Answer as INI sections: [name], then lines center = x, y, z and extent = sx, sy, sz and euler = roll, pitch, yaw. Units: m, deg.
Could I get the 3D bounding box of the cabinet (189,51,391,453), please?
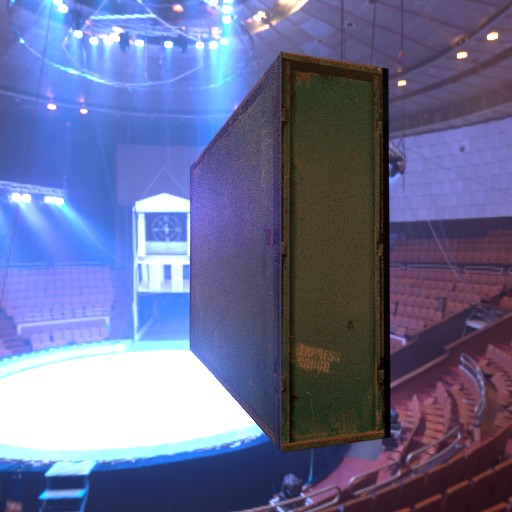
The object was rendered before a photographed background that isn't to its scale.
[cabinet]
center = 0.000, 0.000, 3.915
extent = 0.680, 2.160, 3.001
euler = 0, -1, -18
